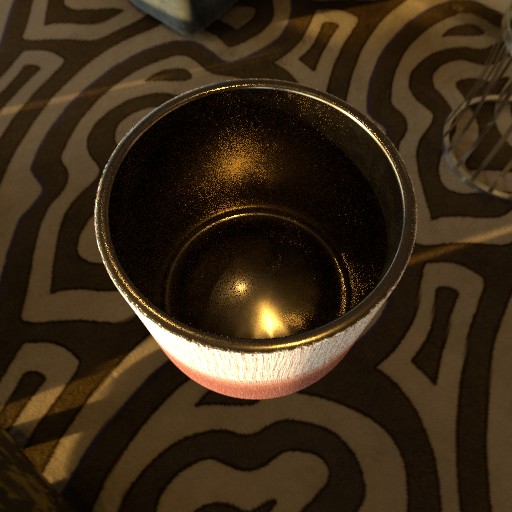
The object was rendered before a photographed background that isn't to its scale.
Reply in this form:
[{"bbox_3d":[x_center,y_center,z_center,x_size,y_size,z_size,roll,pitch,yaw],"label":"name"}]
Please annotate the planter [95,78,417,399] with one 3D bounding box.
[{"bbox_3d":[0.000,0.000,0.312,0.178,0.157,0.178,0,65,0],"label":"planter"}]
